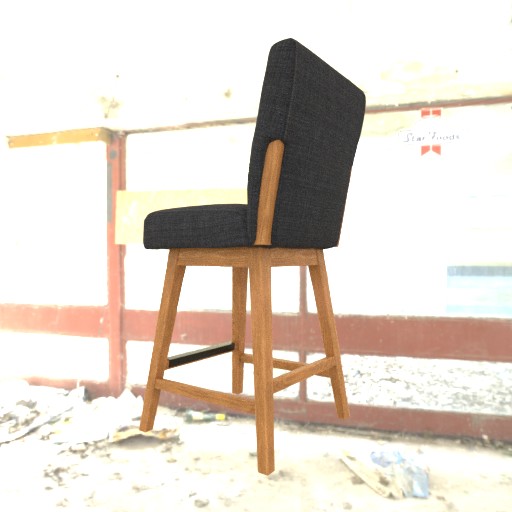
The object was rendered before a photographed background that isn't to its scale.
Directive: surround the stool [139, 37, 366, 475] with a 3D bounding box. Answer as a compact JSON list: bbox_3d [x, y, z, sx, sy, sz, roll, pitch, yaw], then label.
[{"bbox_3d":[0.000,0.000,1.318,0.526,1.010,0.459,0,0,36],"label":"stool"}]
